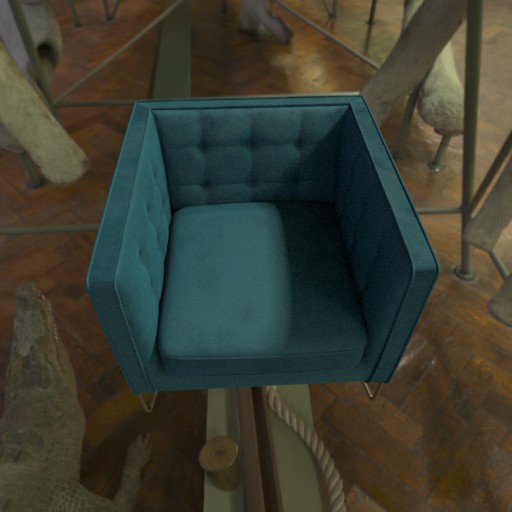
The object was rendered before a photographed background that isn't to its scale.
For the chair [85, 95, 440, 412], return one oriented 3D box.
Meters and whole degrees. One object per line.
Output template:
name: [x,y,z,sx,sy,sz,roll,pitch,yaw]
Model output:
chair: [0.000,0.000,1.614,0.880,0.790,0.894,-2,47,-2]
